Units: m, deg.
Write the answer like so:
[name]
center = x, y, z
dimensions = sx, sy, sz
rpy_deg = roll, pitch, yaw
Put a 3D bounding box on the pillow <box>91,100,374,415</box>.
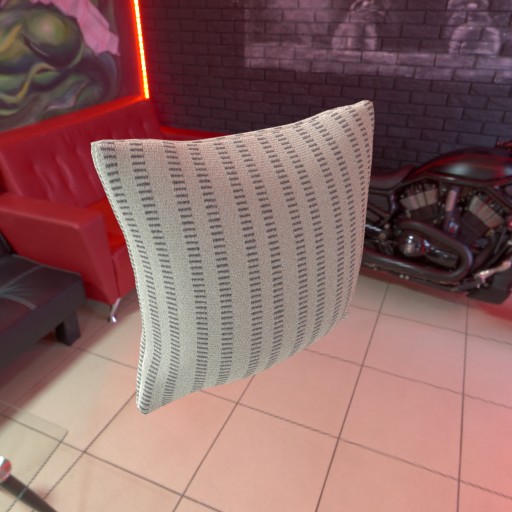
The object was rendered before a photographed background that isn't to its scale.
[pillow]
center = 0.000, 0.000, 0.684
dimensions = 0.438, 0.419, 0.247
rpy_deg = -19, 35, -29
